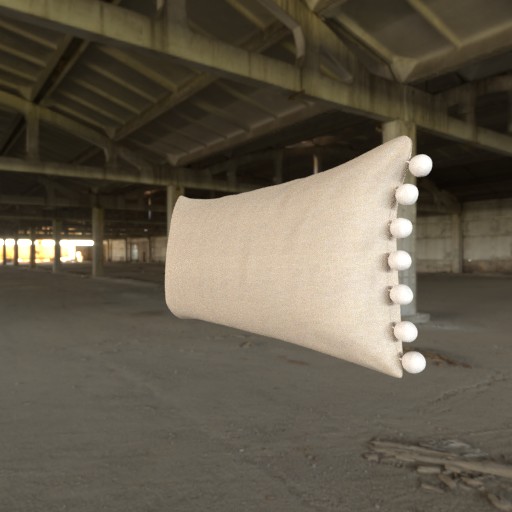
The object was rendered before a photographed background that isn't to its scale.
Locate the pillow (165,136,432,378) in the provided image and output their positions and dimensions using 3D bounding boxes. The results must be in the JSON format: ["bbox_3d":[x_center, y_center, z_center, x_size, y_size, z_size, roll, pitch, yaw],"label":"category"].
[{"bbox_3d":[0.000,0.000,0.843,0.201,0.322,0.709,0,1,-37],"label":"pillow"}]
